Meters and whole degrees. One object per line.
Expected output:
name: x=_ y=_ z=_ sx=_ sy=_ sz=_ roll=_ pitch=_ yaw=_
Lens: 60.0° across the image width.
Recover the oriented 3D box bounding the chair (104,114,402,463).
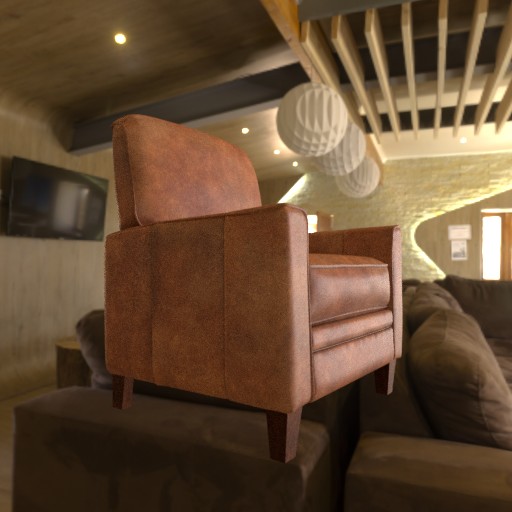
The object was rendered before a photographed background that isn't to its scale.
chair: x=0.000 y=0.000 z=1.612 sx=0.836 sy=1.043 sz=0.843 roll=-1 pitch=-1 yaw=37
